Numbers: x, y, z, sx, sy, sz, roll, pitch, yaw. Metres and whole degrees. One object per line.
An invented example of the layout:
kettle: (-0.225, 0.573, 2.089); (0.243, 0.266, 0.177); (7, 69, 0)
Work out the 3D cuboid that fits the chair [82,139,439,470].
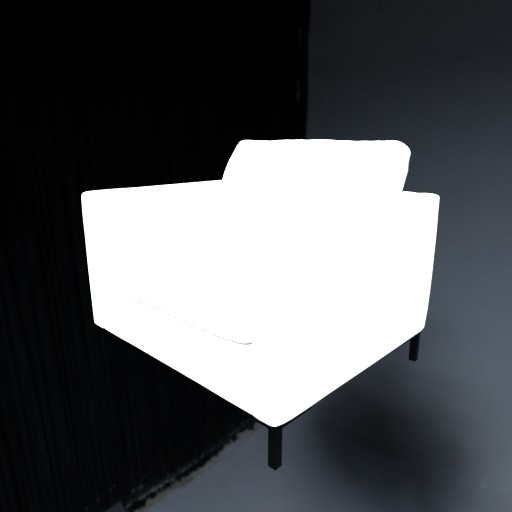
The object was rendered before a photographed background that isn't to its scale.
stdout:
chair: (0.000, 0.000, 1.587); (0.964, 0.806, 0.875); (14, 20, 42)
